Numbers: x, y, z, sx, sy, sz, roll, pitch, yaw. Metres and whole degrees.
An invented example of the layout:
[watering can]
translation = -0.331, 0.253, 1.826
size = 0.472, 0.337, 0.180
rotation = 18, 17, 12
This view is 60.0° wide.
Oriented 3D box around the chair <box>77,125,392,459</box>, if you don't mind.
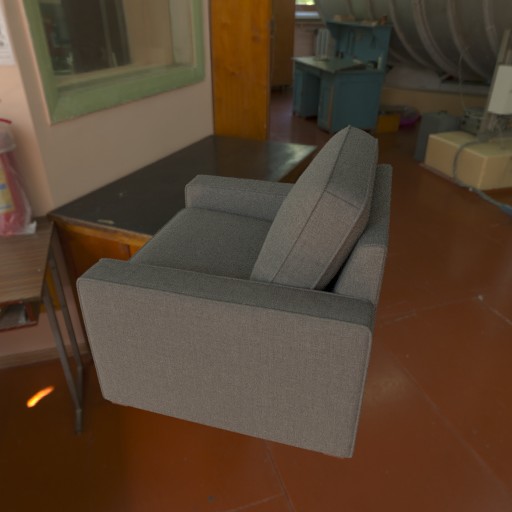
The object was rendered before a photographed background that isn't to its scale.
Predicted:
[chair]
translation = 0.000, 0.000, 1.747
size = 0.940, 0.919, 1.017
rotation = 8, 31, 14
